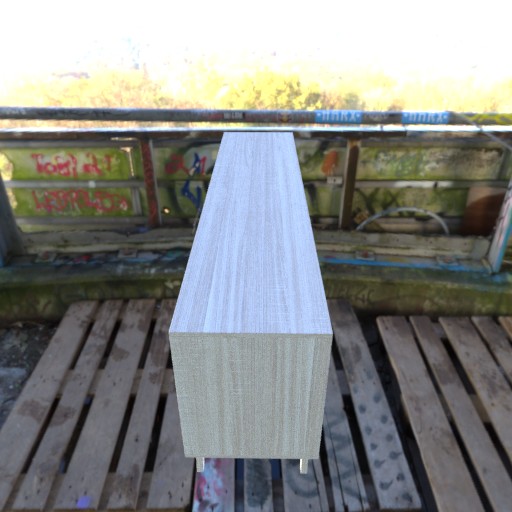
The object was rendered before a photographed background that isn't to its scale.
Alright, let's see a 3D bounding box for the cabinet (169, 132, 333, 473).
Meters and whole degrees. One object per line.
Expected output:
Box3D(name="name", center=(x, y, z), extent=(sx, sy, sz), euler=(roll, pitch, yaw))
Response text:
Box3D(name="cabinet", center=(0.000, 0.000, 2.493), extent=(0.500, 0.780, 2.200), euler=(0, 31, 1))
